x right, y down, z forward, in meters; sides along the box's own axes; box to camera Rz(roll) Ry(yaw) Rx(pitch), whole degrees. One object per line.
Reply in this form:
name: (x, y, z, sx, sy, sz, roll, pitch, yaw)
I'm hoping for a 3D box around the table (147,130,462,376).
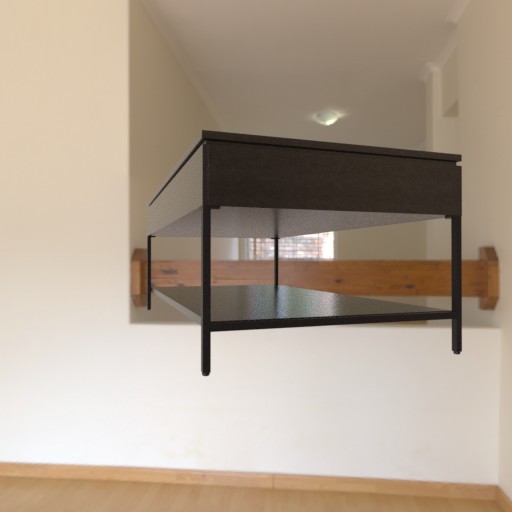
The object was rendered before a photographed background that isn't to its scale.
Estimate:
table: (0.000, 0.000, 1.388, 0.574, 0.435, 1.095, 0, 0, -19)
